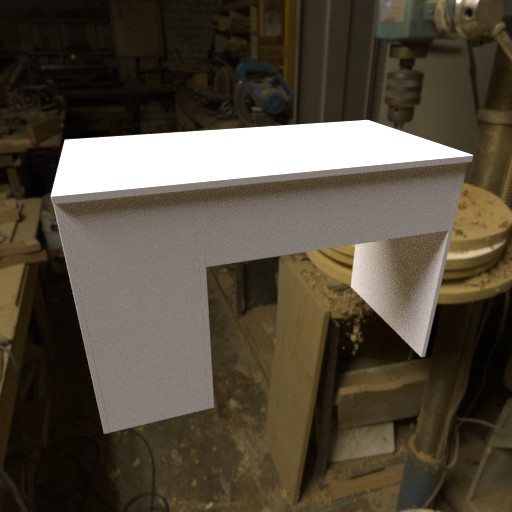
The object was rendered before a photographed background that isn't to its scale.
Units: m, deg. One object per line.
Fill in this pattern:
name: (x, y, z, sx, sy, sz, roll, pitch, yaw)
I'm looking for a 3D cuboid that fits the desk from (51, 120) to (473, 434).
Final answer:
desk: (0.000, 0.000, 1.489, 1.096, 0.730, 0.560, -8, 28, -16)
